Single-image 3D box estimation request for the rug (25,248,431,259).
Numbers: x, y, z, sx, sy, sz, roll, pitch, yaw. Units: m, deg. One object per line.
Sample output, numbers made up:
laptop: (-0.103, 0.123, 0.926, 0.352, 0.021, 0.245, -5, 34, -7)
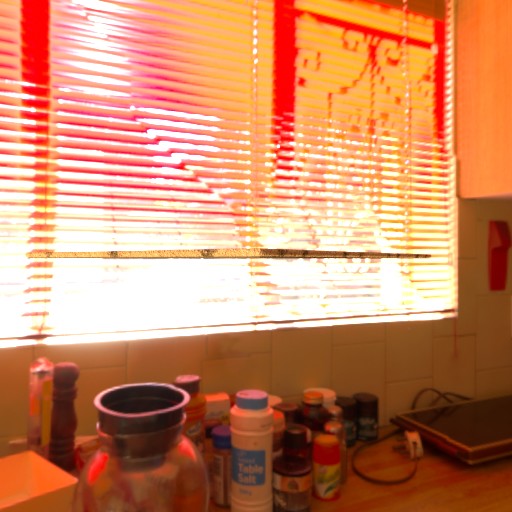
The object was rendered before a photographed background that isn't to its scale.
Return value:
rug: (0.000, 0.000, 2.113, 1.200, 0.025, 1.600, 0, -1, 36)
